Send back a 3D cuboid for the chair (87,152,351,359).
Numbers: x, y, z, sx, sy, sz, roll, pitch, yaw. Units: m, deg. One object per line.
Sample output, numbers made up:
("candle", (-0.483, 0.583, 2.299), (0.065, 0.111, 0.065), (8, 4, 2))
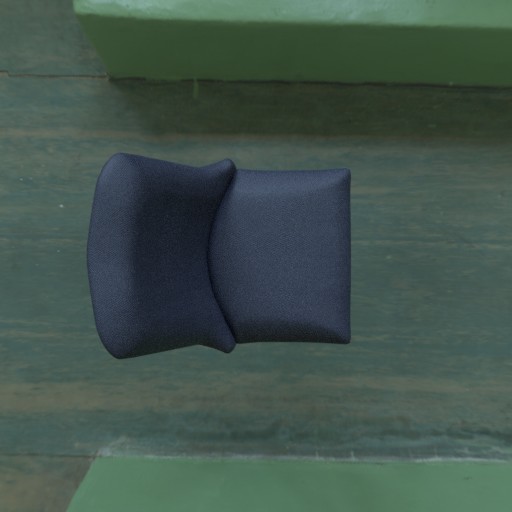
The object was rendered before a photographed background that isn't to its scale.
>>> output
("chair", (0.000, 0.000, 1.144), (0.567, 0.820, 0.504), (0, 90, 0))
